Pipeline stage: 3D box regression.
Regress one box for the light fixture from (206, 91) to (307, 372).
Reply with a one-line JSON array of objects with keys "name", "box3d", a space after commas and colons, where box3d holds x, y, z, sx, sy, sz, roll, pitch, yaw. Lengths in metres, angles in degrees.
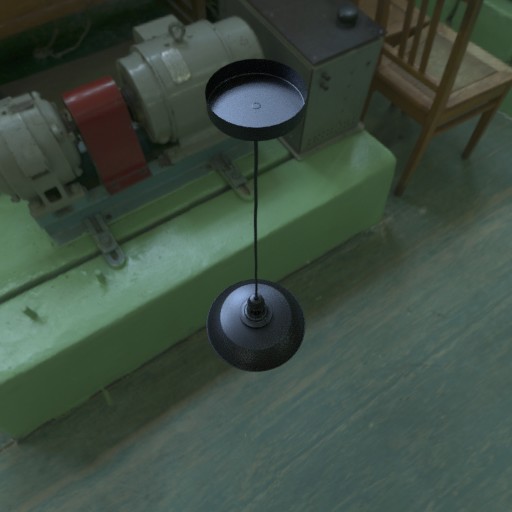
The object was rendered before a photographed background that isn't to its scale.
[{"name": "light fixture", "box3d": [0.000, 0.000, 1.106, 0.331, 0.993, 0.331, -31, 64, -17]}]
